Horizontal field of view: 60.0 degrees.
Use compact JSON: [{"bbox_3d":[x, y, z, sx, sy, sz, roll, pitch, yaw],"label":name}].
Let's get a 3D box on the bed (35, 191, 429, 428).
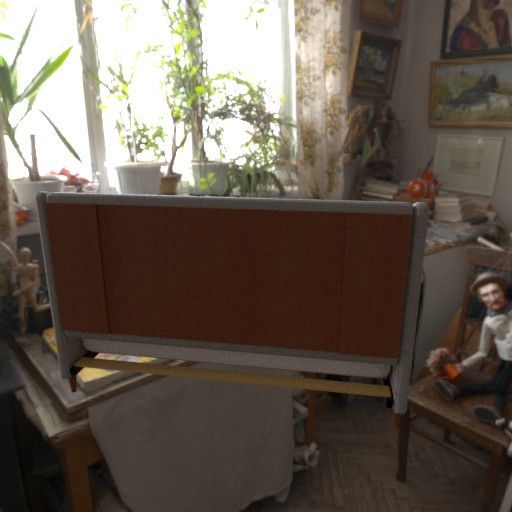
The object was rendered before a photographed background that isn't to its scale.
[{"bbox_3d":[0.000,0.000,3.503,2.062,1.289,2.342,3,17,10],"label":"bed"}]
